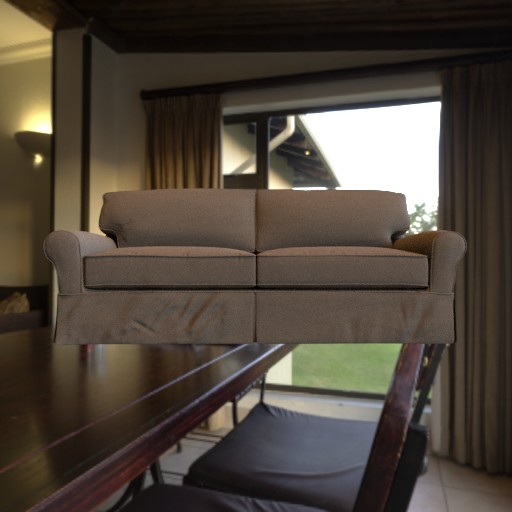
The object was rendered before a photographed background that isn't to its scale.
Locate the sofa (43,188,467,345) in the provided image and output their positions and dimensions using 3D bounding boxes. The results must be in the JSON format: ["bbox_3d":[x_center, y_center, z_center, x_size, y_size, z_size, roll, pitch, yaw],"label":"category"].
[{"bbox_3d":[0.000,0.000,2.790,2.248,0.943,0.991,0,-1,-1],"label":"sofa"}]
